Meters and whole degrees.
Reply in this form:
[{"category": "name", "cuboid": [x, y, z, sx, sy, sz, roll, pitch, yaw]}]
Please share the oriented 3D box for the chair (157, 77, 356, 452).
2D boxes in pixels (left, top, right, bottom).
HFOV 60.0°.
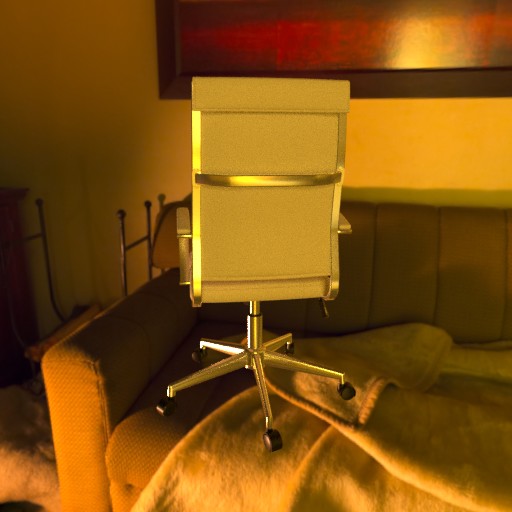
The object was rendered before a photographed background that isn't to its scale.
[{"category": "chair", "cuboid": [0.000, 0.000, 1.645, 0.766, 1.149, 0.739, -2, 14, -8]}]
